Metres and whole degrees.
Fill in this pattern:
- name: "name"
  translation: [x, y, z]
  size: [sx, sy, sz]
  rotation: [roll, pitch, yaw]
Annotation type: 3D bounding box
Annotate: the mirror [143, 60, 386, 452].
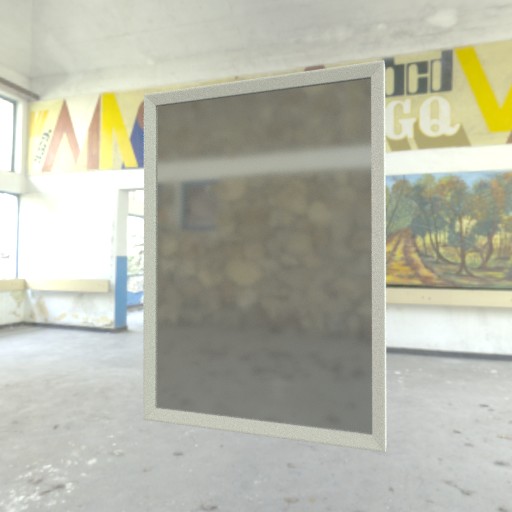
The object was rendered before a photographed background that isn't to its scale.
- name: "mirror"
  translation: [0.000, 0.000, 0.903]
  size: [0.507, 0.710, 0.039]
  rotation: [0, -1, 19]
